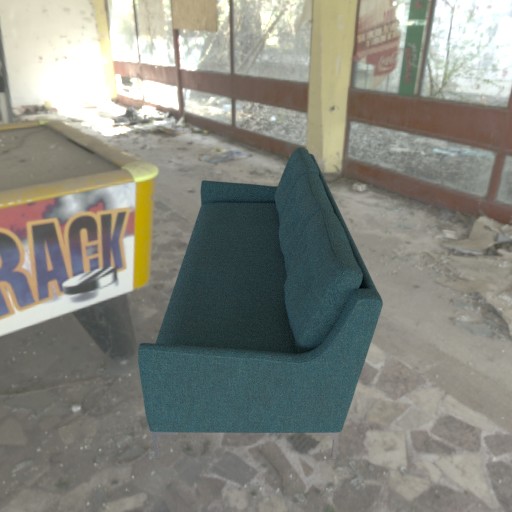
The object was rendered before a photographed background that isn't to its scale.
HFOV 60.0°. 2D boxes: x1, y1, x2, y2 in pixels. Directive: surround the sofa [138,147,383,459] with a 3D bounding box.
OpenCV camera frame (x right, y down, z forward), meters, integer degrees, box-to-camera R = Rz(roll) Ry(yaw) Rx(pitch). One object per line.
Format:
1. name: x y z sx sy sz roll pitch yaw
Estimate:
1. sofa: 0.000 0.000 2.514 0.849 0.837 2.060 0 26 0
